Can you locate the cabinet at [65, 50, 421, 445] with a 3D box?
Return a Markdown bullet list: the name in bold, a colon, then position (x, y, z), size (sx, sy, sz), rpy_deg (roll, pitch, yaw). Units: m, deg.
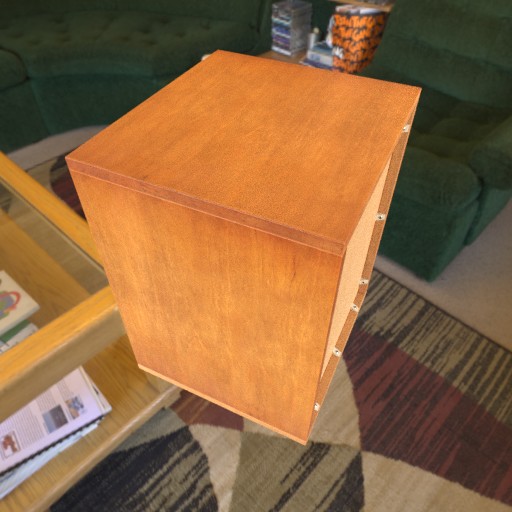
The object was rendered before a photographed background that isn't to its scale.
- **cabinet**: position (0.000, 0.000, 0.856), size (0.401, 0.579, 0.409), rpy_deg (19, 48, 18)
